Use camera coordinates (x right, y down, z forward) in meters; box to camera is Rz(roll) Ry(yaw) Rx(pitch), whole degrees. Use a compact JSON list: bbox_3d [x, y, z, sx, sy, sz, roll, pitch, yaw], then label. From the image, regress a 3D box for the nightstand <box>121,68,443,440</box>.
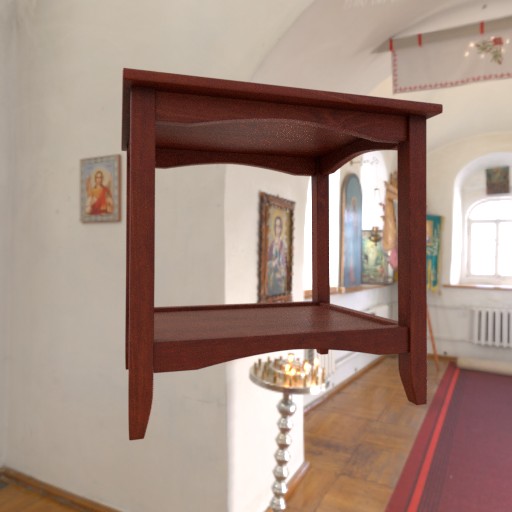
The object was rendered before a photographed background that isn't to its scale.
[{"bbox_3d":[0.000,0.000,0.967,0.558,0.558,0.501,0,1,-17],"label":"nightstand"}]
